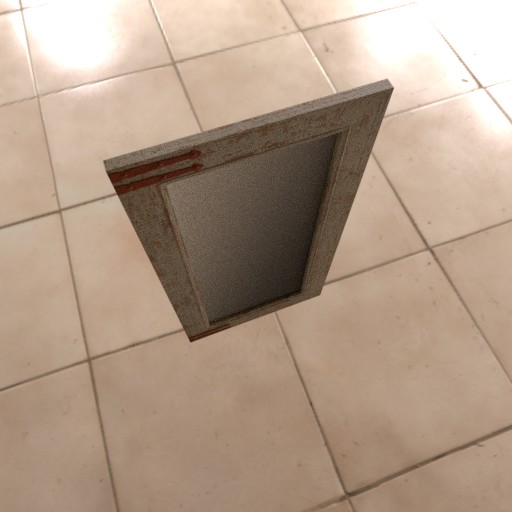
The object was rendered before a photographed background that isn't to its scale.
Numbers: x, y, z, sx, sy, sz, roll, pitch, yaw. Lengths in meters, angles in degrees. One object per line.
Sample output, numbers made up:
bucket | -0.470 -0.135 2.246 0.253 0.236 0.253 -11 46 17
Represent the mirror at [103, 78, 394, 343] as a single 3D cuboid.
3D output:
mirror | 0.000 0.000 1.095 0.472 0.922 0.027 -19 65 -9
